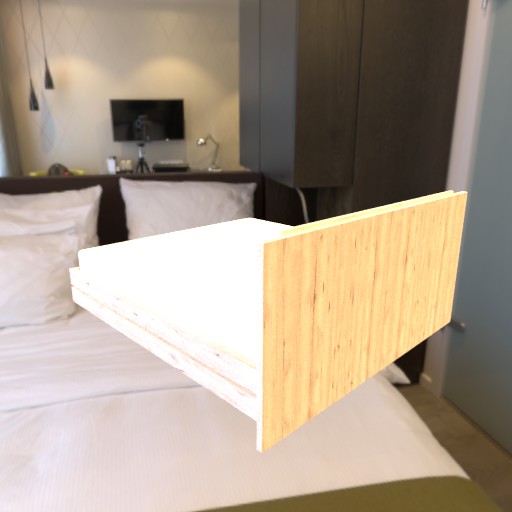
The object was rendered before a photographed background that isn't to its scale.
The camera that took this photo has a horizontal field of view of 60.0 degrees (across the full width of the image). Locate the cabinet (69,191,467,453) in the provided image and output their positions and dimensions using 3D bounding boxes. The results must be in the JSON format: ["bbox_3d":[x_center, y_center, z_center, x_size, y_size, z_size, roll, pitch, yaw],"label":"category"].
[{"bbox_3d":[0.000,0.000,3.179,1.950,0.970,2.080,-15,22,-42],"label":"cabinet"}]
